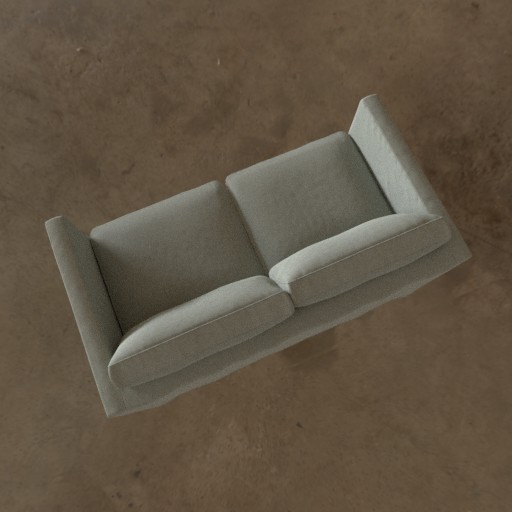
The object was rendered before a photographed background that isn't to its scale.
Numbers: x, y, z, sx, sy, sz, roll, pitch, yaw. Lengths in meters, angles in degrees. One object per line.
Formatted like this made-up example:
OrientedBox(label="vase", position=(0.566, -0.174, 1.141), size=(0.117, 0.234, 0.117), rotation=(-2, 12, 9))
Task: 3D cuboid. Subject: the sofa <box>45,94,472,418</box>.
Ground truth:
OrientedBox(label="sofa", position=(0.000, 0.000, 2.247), size=(1.727, 0.830, 0.944), rotation=(-23, 75, -6))
